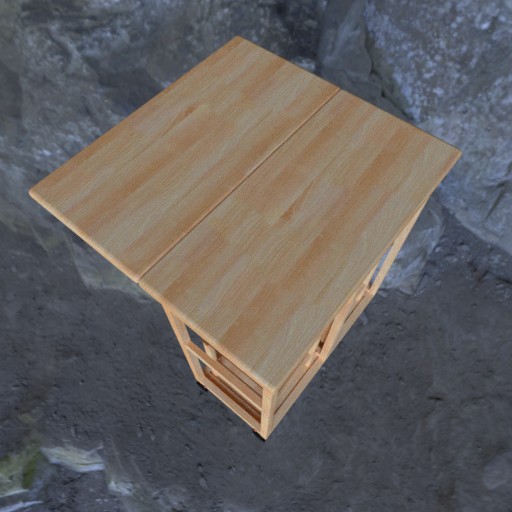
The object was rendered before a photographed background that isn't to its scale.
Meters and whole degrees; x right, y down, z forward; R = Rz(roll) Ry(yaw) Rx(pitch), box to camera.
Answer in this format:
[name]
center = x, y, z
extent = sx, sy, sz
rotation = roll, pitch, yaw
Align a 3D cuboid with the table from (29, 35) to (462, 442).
[table]
center = 0.000, 0.000, 1.371
extent = 0.693, 0.832, 0.752
rotation = 35, 66, 18
